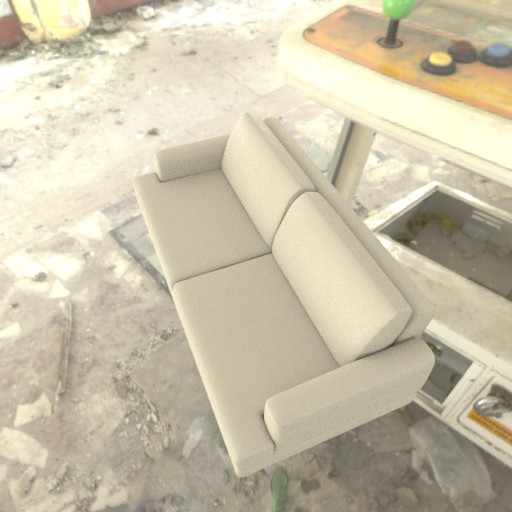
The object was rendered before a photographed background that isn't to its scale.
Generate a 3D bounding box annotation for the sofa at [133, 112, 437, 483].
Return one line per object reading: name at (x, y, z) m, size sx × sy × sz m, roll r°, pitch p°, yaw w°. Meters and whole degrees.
sofa at (0.000, 0.000, 2.426) m, size 0.974 × 0.765 × 1.940 m, roll -17°, pitch 50°, yaw -15°
